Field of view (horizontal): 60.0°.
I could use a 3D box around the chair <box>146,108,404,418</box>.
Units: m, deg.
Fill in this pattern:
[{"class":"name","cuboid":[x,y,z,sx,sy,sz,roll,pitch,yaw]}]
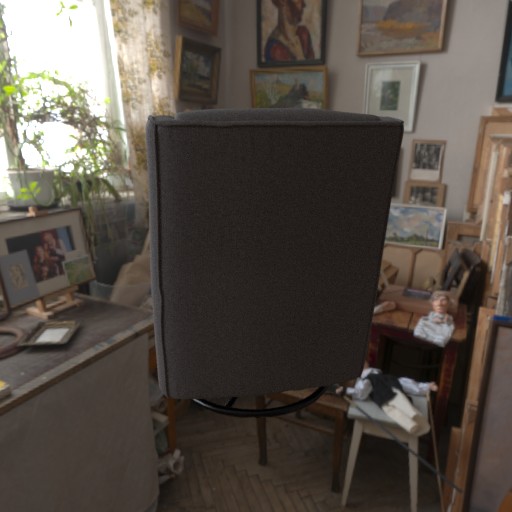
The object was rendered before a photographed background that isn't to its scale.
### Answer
[{"class":"chair","cuboid":[0.000,0.000,1.606,0.732,0.993,0.879,-3,16,-10]}]
